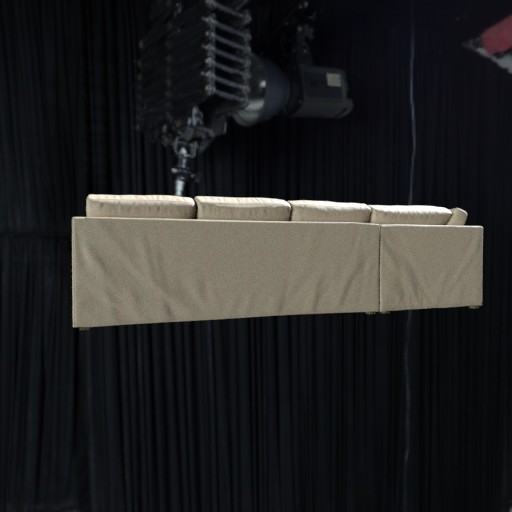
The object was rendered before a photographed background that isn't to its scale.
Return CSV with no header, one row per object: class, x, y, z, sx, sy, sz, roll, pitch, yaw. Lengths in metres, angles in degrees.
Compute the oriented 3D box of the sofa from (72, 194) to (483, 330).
sofa,0.000,0.000,4.293,3.182,0.871,2.432,0,1,-19
